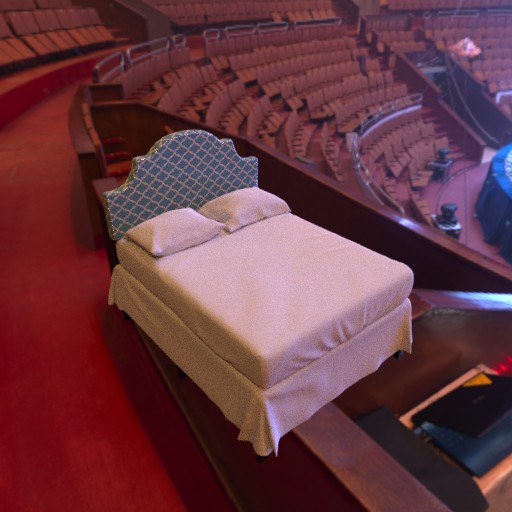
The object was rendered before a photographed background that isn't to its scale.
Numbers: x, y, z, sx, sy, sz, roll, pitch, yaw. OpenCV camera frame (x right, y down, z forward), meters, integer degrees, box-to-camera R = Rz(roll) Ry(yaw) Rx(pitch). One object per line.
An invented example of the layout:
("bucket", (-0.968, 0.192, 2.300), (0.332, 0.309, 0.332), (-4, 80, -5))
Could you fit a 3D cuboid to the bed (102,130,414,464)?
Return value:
("bed", (0.000, 0.000, 3.554), (1.780, 1.633, 2.222), (-22, 36, -34))
